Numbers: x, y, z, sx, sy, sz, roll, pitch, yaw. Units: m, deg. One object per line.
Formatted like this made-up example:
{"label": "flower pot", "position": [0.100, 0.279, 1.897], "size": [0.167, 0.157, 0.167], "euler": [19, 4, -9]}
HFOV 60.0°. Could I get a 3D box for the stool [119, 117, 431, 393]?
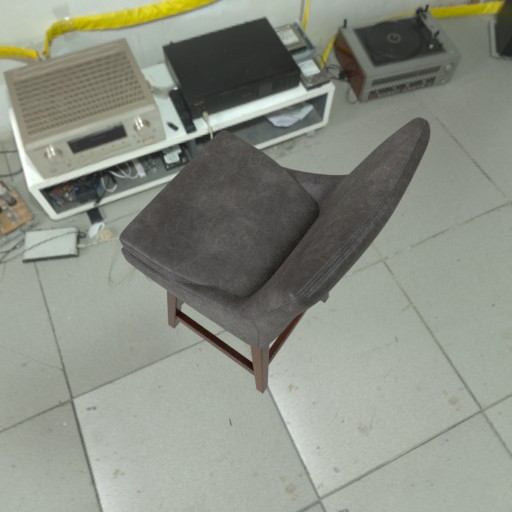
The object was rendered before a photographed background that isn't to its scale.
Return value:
{"label": "stool", "position": [0.000, 0.000, 1.312], "size": [0.587, 1.046, 0.492], "euler": [33, 68, 15]}
